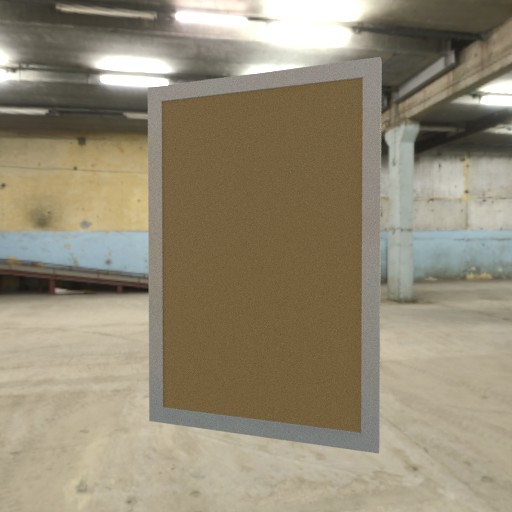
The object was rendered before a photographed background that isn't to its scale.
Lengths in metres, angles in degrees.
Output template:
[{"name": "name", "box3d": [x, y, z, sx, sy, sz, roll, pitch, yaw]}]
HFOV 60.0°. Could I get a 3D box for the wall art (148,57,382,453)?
[{"name": "wall art", "box3d": [0.000, 0.000, 1.415, 0.764, 1.143, 0.038, 0, 1, 18]}]
